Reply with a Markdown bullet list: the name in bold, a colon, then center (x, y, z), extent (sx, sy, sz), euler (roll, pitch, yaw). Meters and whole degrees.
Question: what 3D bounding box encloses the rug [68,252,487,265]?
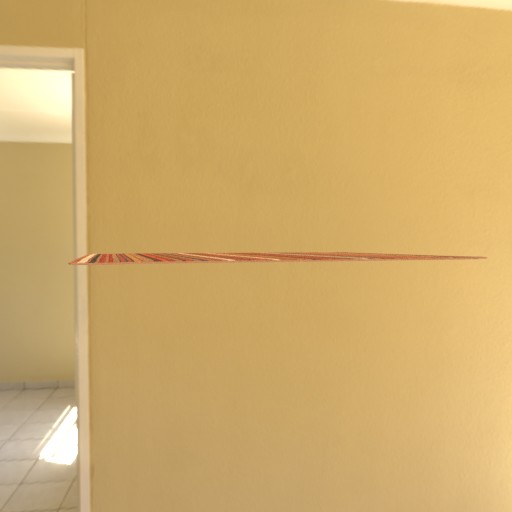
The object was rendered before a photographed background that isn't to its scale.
- **rug**: center (0.000, 0.000, 4.210), extent (3.092, 0.023, 2.479), euler (0, 2, -18)
